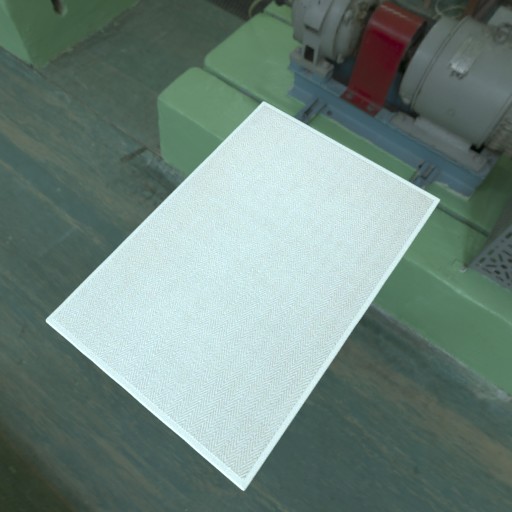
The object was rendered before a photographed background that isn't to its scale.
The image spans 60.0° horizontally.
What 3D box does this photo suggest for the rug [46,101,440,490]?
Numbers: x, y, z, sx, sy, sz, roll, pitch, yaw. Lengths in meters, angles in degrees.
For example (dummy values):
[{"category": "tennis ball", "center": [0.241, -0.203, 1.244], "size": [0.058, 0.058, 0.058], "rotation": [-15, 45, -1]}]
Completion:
[{"category": "rug", "center": [0.000, 0.000, 2.888], "size": [1.532, 0.017, 2.244], "rotation": [34, 69, 15]}]
